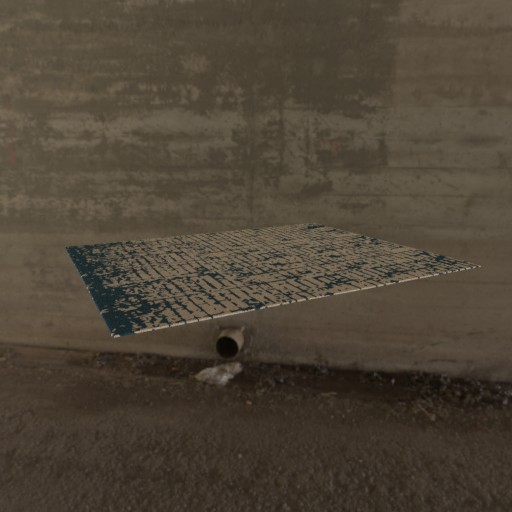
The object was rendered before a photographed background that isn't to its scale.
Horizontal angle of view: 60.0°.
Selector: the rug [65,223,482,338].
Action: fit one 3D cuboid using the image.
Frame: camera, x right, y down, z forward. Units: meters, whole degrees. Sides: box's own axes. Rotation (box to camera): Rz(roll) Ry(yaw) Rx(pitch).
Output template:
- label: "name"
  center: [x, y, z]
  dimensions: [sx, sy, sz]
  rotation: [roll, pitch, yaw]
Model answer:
- label: "rug"
  center: [0.000, 0.000, 4.064]
  dimensions: [3.017, 0.014, 2.416]
  rotation: [-7, 16, -27]
